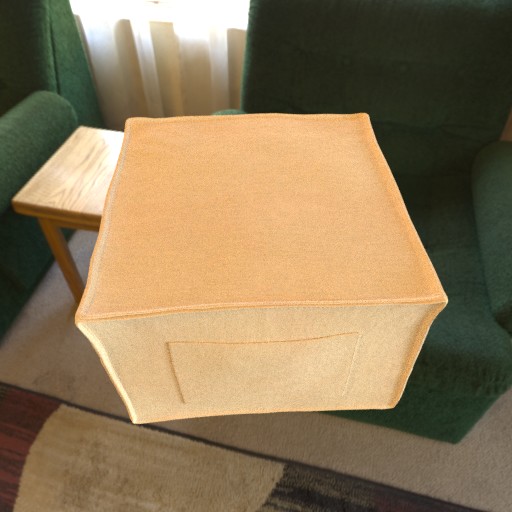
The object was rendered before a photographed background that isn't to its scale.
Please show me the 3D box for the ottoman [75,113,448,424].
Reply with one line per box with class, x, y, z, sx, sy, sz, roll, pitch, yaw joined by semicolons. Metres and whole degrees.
ottoman;0.000;0.000;1.163;0.707;0.470;0.696;-3;47;-3
